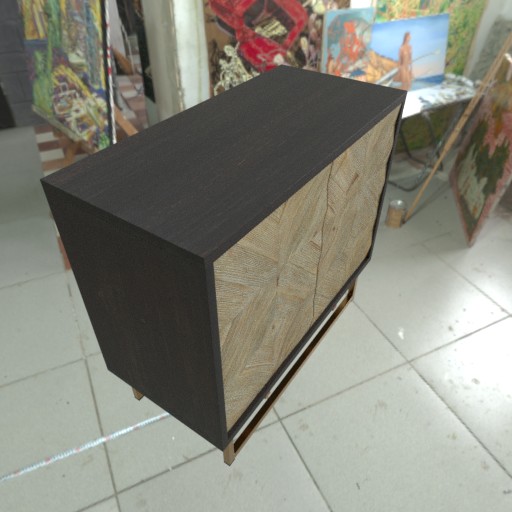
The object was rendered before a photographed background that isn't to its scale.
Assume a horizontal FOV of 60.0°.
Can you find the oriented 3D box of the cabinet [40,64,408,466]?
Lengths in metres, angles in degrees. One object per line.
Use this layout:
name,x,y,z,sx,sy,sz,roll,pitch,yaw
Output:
cabinet,0.000,0.000,1.410,0.451,0.860,0.950,24,46,26
